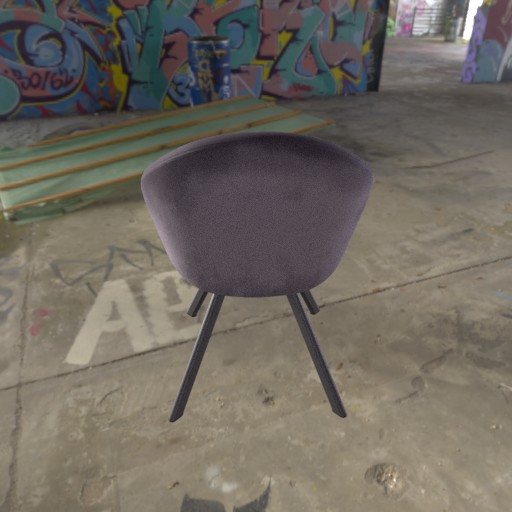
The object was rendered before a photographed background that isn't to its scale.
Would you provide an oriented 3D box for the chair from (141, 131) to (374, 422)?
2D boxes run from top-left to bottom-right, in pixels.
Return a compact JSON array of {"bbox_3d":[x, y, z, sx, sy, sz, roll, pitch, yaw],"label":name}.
[{"bbox_3d":[0.000,0.000,1.189,0.550,0.795,0.590,-1,30,-2],"label":"chair"}]
